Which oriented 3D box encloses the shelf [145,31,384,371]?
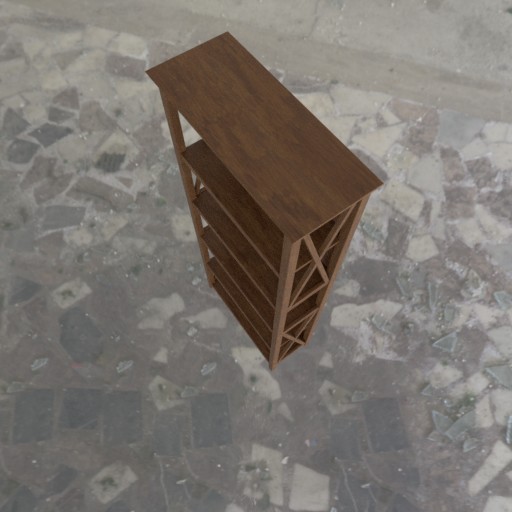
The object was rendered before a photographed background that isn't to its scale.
[{"bbox_3d":[0.000,0.000,2.240,0.335,1.905,0.805,-33,69,-15],"label":"shelf"}]
